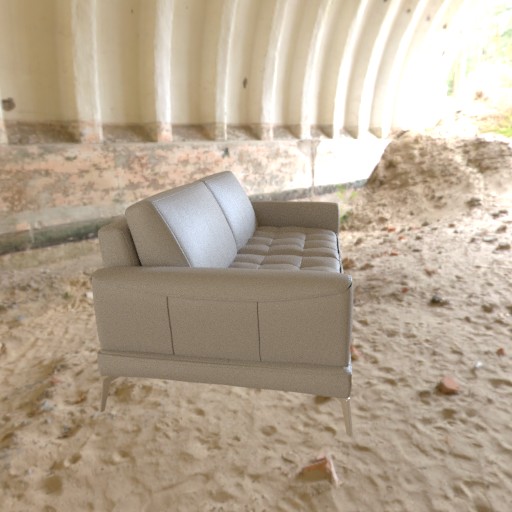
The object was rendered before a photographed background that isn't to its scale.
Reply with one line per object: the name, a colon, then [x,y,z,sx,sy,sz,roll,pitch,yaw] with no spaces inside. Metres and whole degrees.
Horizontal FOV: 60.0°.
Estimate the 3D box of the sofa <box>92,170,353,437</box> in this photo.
sofa: [0.000,0.000,2.772,1.121,0.930,2.177,2,15,8]
